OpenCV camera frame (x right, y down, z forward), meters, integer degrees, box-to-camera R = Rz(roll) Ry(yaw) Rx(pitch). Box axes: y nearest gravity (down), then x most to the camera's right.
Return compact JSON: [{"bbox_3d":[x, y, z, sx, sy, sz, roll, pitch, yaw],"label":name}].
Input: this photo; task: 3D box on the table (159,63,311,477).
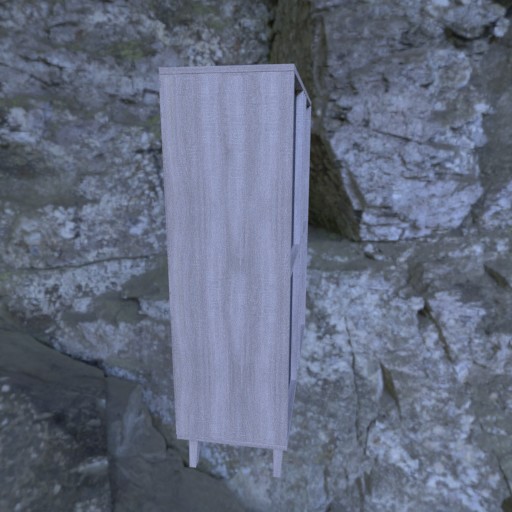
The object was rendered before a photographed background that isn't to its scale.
[{"bbox_3d":[0.000,0.000,1.963,0.398,1.388,1.111,2,14,9],"label":"table"}]
